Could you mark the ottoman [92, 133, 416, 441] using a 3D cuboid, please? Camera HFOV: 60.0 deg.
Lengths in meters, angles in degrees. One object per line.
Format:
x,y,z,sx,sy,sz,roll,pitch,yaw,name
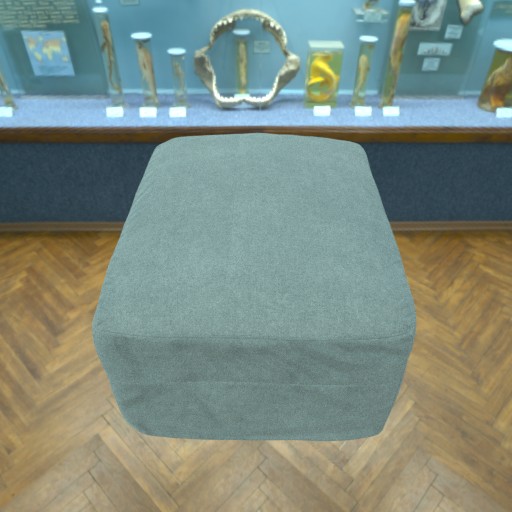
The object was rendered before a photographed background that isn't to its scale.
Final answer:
0.000,0.000,1.245,0.683,0.481,0.837,1,42,1,ottoman
